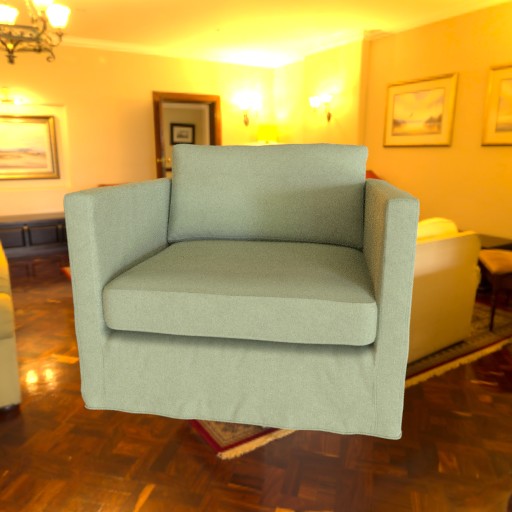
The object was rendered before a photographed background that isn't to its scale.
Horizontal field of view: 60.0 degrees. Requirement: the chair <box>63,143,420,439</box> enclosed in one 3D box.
[{"bbox_3d":[0.000,0.000,1.731,1.057,0.863,0.949,2,13,9],"label":"chair"}]
